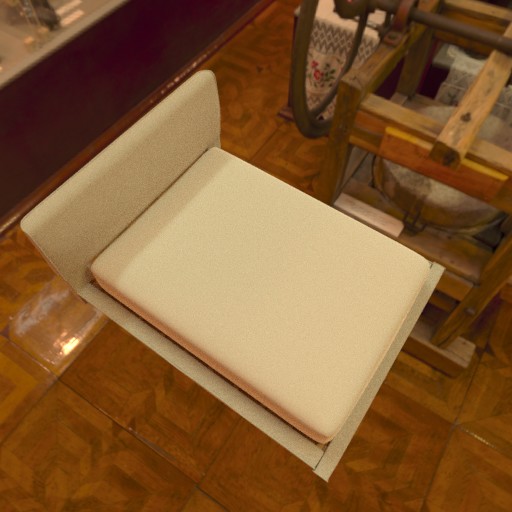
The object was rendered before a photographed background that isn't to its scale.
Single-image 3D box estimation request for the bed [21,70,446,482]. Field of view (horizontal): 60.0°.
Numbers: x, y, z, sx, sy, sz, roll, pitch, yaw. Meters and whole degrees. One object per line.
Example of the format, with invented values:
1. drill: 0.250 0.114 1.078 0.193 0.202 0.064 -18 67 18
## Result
1. bed: 0.000 0.000 3.179 2.368 1.067 1.840 31 64 17
